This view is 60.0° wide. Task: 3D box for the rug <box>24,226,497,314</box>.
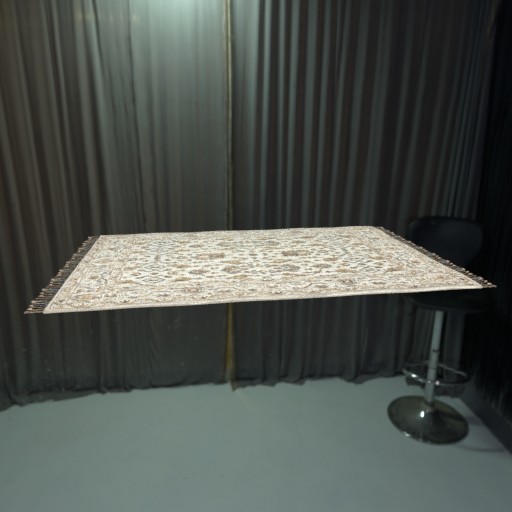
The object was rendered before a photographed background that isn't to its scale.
[{"bbox_3d":[0.000,0.000,2.948,2.434,0.027,1.529,-2,16,-8],"label":"rug"}]
